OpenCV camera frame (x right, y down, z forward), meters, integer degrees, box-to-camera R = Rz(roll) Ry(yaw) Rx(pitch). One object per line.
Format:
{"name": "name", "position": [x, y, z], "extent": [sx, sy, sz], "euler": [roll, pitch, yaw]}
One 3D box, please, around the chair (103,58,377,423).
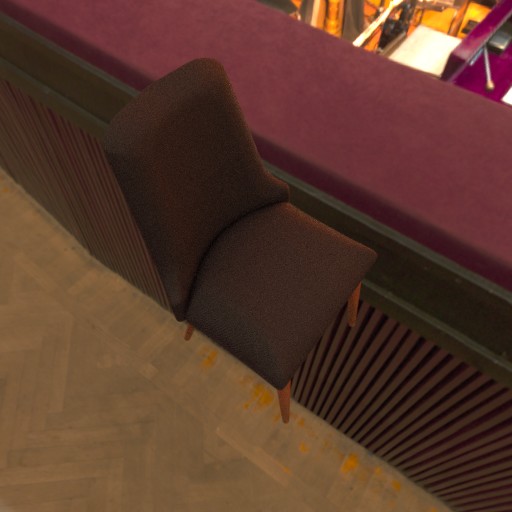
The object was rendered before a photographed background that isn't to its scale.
{"name": "chair", "position": [0.000, 0.000, 1.187], "extent": [0.567, 0.820, 0.504], "euler": [32, 63, 19]}
